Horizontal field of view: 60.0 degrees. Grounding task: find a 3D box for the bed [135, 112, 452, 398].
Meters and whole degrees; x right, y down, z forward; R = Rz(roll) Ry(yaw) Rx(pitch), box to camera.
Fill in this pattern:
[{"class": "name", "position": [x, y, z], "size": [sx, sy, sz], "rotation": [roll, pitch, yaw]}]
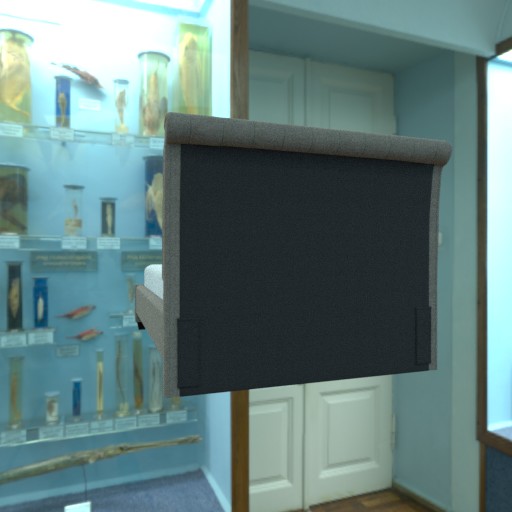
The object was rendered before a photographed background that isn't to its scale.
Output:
[{"class": "bed", "position": [0.000, 0.000, 3.366], "size": [1.645, 1.371, 2.252], "rotation": [0, 0, -19]}]
